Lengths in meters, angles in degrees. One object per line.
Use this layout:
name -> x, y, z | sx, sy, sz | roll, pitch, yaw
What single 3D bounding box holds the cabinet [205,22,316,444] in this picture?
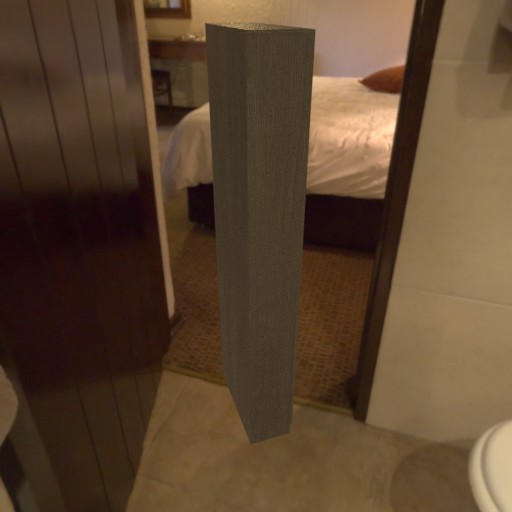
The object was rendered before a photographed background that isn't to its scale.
cabinet -> 0.000, 0.000, 1.939 | 0.230, 1.790, 0.500 | -10, 31, -17
